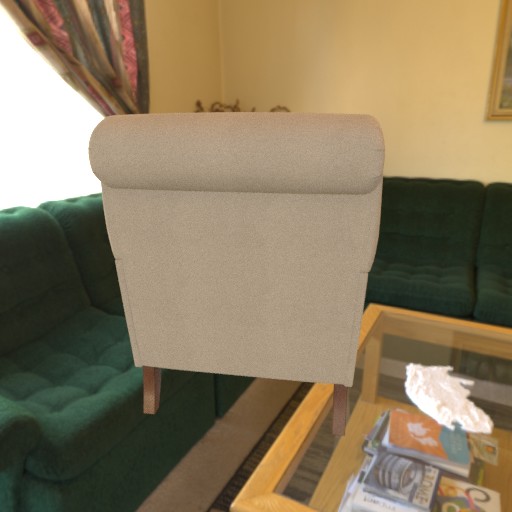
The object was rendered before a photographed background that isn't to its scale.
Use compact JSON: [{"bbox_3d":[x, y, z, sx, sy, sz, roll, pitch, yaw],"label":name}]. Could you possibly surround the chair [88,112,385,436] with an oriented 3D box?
[{"bbox_3d":[0.000,0.000,1.548,0.766,0.942,0.842,3,17,9],"label":"chair"}]
